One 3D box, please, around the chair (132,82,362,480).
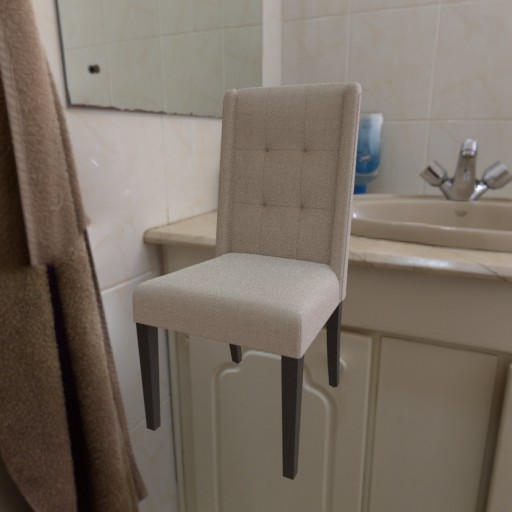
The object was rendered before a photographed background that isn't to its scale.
[{"bbox_3d":[0.000,0.000,1.261,0.474,0.961,0.523,7,16,25],"label":"chair"}]
